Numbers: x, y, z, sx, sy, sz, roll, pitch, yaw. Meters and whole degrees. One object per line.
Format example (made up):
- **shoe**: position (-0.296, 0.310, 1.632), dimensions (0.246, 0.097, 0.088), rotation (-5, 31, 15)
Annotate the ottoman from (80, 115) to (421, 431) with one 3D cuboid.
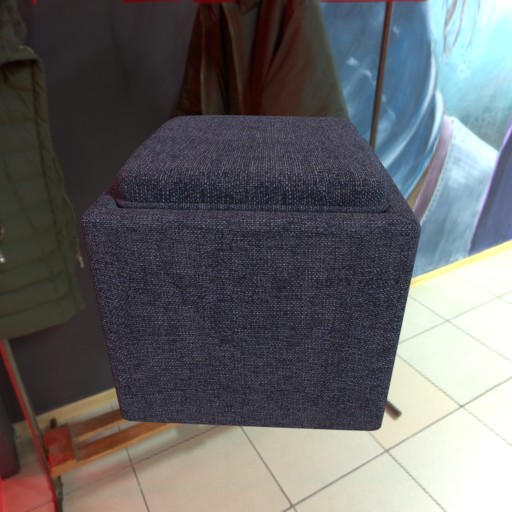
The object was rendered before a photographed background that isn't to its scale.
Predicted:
- **ottoman**: position (0.000, 0.000, 0.844), dimensions (0.450, 0.460, 0.450), rotation (1, 29, 2)
